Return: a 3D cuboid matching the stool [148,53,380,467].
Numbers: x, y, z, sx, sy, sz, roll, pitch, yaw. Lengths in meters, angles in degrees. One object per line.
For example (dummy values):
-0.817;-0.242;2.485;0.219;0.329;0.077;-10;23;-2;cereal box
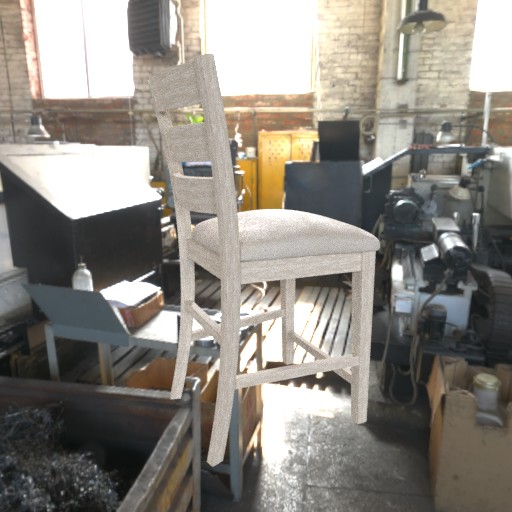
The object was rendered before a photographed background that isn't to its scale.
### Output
0.000;0.000;1.343;0.569;1.032;0.484;-7;16;-26;stool
